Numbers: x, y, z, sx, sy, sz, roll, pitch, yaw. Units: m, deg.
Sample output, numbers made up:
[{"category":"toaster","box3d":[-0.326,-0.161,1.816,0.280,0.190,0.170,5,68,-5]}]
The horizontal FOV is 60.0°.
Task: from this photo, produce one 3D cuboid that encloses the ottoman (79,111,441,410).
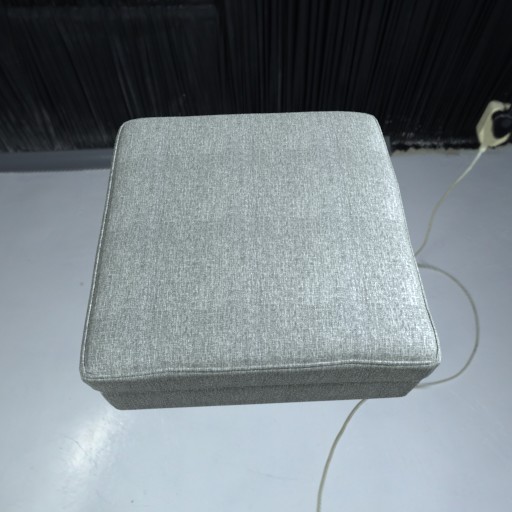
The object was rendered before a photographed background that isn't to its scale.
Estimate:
[{"category":"ottoman","box3d":[0.000,0.000,1.344,0.838,0.481,0.838,-2,58,-1]}]
